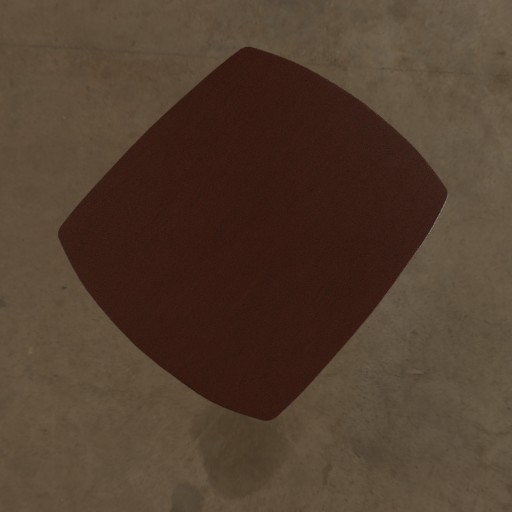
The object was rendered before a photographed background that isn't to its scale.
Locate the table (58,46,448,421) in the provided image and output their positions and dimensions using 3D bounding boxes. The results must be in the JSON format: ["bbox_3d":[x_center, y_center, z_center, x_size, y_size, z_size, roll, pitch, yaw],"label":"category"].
[{"bbox_3d":[0.000,0.000,0.889,0.433,0.496,0.502,40,79,9],"label":"table"}]
